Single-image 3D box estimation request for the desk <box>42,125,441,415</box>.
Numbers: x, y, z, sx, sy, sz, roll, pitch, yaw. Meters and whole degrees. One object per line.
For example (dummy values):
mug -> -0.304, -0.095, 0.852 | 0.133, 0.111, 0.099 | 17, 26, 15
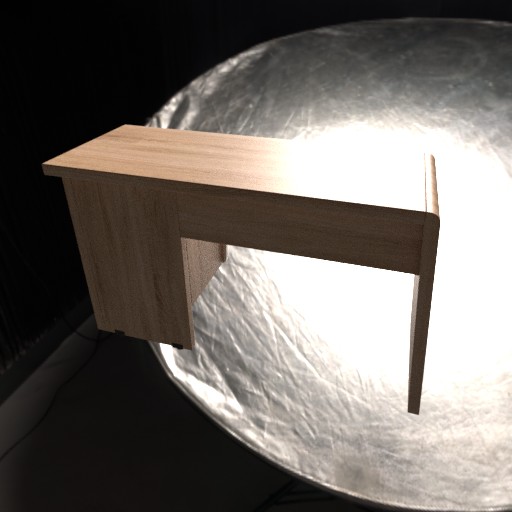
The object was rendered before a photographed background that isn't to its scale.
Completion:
desk -> 0.000, 0.000, 1.665 | 1.300, 0.750, 0.500 | 9, 33, 15
